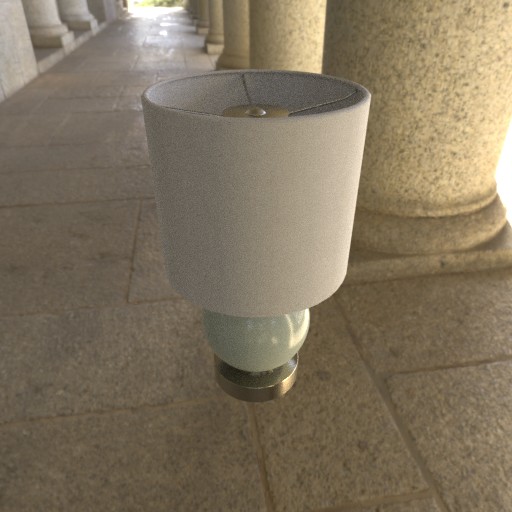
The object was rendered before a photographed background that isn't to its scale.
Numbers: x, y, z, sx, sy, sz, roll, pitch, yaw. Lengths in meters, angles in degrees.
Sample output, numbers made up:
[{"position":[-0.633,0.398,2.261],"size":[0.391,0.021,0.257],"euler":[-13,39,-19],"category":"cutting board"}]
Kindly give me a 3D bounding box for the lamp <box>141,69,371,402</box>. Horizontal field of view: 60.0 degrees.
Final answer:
[{"position":[0.000,0.000,0.490],"size":[0.201,0.353,0.201],"euler":[-23,39,-32],"category":"lamp"}]
